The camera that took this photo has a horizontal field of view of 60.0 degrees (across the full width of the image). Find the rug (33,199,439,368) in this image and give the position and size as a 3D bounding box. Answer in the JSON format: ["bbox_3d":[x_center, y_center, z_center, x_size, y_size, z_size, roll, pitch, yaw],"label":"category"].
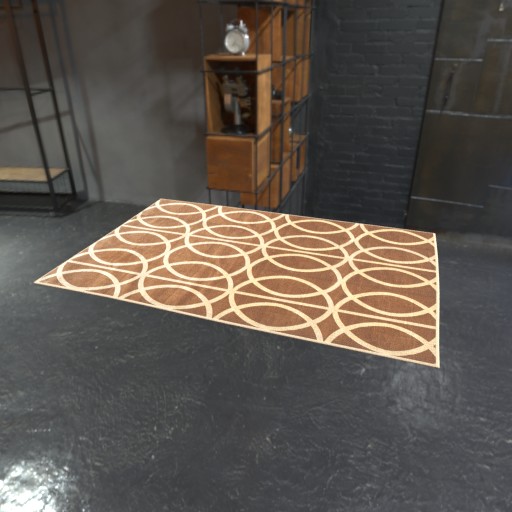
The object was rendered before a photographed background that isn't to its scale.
[{"bbox_3d":[0.000,0.000,2.955,2.294,0.014,1.528,9,29,17],"label":"rug"}]
